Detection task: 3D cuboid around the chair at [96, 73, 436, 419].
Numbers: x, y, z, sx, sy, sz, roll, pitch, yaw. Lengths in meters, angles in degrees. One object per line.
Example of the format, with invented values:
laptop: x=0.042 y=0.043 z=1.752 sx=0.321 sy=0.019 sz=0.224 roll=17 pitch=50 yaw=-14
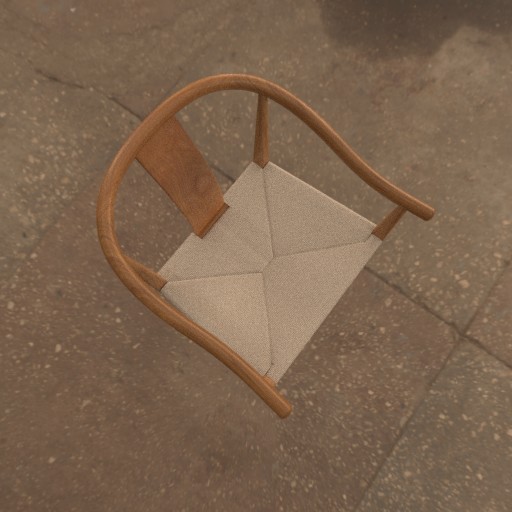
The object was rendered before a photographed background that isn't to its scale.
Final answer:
chair: x=0.000 y=0.000 z=1.217 sx=0.579 sy=0.800 sz=0.556 roll=37 pitch=79 yaw=8
